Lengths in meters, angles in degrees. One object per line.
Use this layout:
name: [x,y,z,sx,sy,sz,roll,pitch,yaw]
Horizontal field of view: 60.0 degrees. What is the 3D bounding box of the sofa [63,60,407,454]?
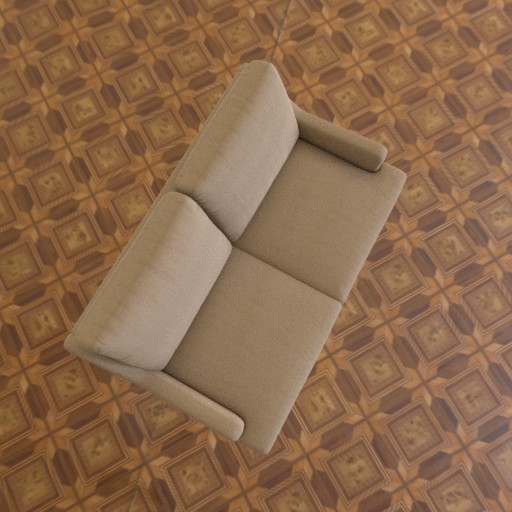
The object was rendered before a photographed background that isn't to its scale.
sofa: [0.000,0.000,2.212,1.004,0.910,1.619,28,78,7]
